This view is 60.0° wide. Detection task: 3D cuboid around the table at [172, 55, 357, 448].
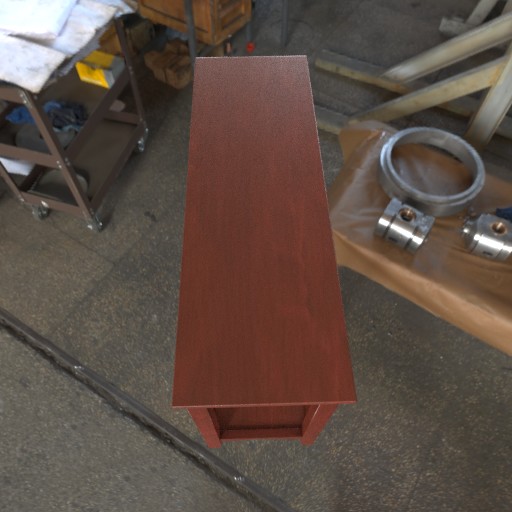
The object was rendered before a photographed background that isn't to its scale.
[{"bbox_3d":[0.000,0.000,1.553,0.392,0.739,1.188,-1,58,-1],"label":"table"}]
